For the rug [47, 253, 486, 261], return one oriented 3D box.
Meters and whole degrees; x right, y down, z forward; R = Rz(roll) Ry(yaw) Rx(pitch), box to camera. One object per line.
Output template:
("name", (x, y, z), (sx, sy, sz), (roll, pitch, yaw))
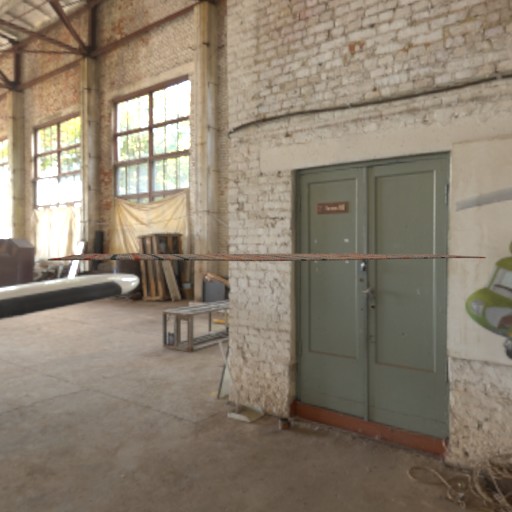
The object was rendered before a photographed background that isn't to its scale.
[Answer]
("rug", (0.000, 0.000, 2.345), (1.835, 0.017, 1.220), (0, 1, -16))
